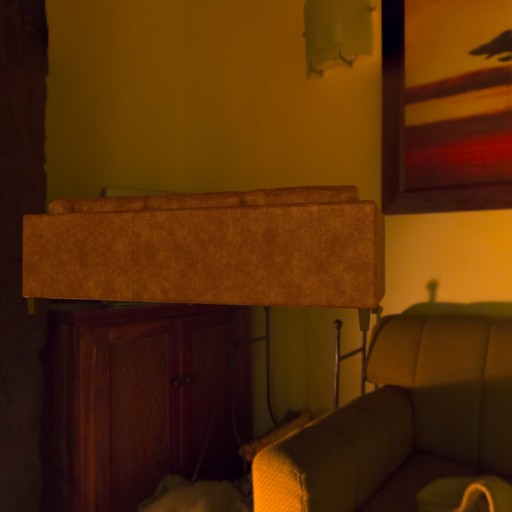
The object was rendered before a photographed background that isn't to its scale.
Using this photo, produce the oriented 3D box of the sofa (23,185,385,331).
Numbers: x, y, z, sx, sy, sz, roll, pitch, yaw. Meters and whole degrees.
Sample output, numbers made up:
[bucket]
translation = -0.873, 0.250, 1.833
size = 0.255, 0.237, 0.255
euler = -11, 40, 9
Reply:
[sofa]
translation = 0.000, 0.000, 4.233
size = 2.438, 0.838, 3.150
euler = 0, 0, 19
